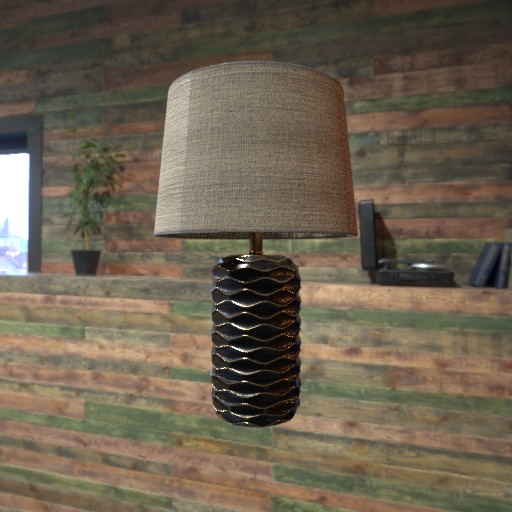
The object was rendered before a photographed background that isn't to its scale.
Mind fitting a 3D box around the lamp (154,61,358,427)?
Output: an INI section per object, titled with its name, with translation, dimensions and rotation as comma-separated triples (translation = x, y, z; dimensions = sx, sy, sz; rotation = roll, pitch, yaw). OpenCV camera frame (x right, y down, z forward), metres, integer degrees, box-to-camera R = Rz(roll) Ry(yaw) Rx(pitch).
[lamp]
translation = 0.000, 0.000, 0.837
dimensions = 0.376, 0.594, 0.376
rotation = 0, 1, 0
